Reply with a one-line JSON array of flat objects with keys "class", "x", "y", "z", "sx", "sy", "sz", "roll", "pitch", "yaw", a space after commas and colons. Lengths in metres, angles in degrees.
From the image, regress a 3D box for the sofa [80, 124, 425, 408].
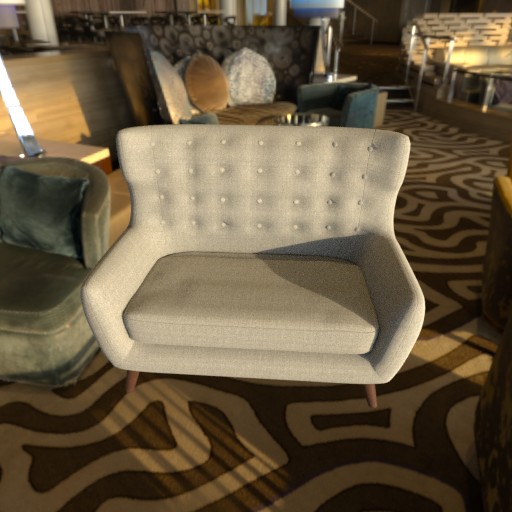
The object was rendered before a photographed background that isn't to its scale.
[{"class": "sofa", "x": 0.000, "y": 0.000, "z": 2.054, "sx": 1.386, "sy": 1.028, "sz": 0.884, "roll": 2, "pitch": 29, "yaw": 4}]
